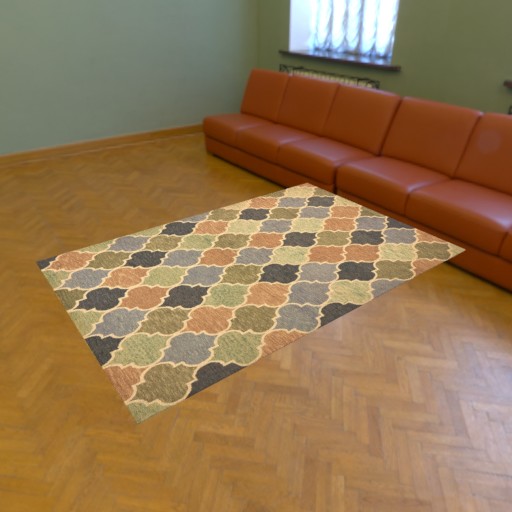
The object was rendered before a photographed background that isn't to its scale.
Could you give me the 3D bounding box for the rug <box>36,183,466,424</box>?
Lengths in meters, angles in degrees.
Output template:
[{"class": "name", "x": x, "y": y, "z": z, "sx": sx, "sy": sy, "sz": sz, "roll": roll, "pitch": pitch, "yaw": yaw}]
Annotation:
[{"class": "rug", "x": 0.000, "y": 0.000, "z": 2.263, "sx": 1.828, "sy": 0.006, "sz": 1.216, "roll": -21, "pitch": 36, "yaw": -31}]
